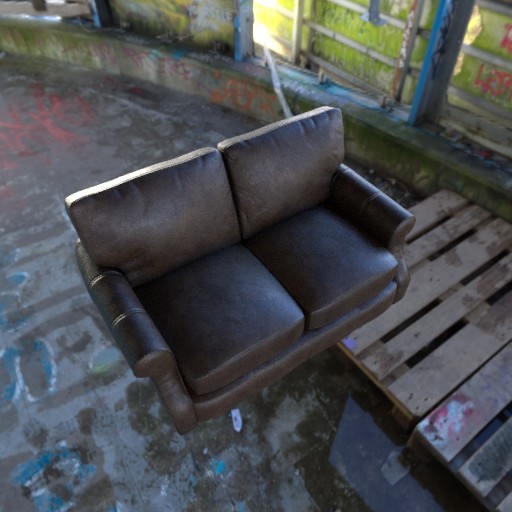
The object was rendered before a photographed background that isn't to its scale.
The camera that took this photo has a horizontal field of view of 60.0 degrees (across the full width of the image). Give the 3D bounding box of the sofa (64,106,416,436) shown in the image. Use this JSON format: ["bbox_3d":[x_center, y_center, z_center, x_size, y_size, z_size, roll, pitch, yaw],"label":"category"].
[{"bbox_3d":[0.000,0.000,2.294,1.616,0.976,0.990,-26,51,-23],"label":"sofa"}]
